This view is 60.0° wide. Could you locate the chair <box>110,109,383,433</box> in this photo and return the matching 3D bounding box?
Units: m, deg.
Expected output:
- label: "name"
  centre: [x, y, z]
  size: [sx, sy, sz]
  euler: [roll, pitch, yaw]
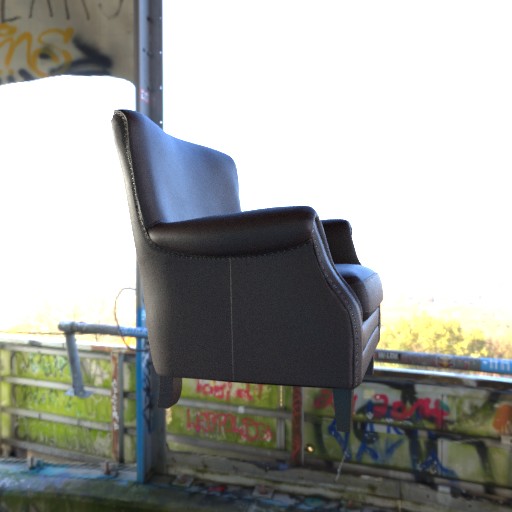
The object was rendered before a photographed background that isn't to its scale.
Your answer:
- label: "chair"
  centre: [0.000, 0.000, 1.360]
  size: [0.746, 0.800, 0.700]
  euler: [1, 2, 20]
